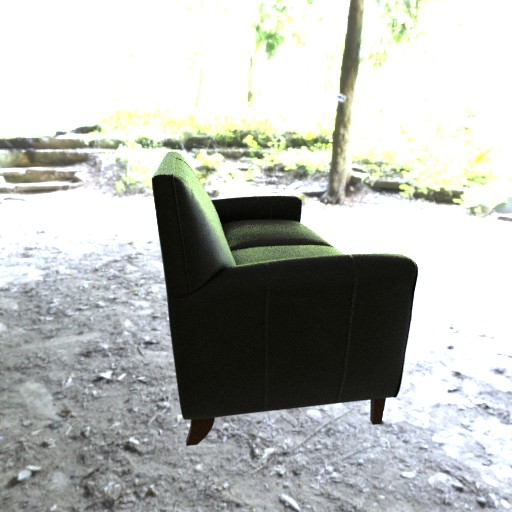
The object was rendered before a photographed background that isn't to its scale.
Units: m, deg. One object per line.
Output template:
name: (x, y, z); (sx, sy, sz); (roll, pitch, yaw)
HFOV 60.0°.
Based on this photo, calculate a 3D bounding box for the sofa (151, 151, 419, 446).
sofa: (0.000, 0.000, 1.992); (0.787, 0.871, 1.473); (-3, 16, -9)
